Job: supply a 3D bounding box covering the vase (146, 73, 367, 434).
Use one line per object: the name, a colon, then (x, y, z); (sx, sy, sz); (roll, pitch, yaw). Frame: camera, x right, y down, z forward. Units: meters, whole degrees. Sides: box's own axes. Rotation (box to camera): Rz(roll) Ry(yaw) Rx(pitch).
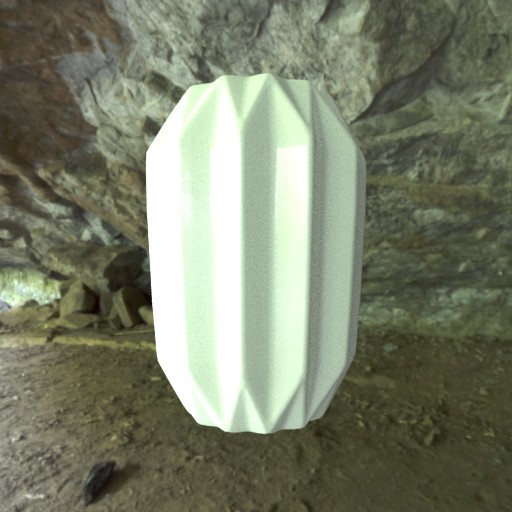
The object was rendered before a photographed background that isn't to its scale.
vase: (0.000, 0.000, 0.397); (0.195, 0.275, 0.195); (0, -1, 0)
